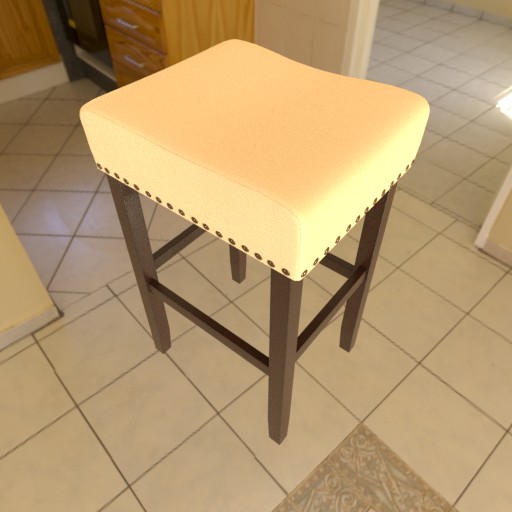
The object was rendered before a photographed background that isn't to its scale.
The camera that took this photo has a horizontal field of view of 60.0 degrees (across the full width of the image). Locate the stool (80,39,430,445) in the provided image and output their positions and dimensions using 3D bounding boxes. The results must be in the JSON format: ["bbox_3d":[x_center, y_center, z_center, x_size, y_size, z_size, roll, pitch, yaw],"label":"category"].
[{"bbox_3d":[0.000,0.000,1.017,0.471,0.762,0.401,30,52,26],"label":"stool"}]
